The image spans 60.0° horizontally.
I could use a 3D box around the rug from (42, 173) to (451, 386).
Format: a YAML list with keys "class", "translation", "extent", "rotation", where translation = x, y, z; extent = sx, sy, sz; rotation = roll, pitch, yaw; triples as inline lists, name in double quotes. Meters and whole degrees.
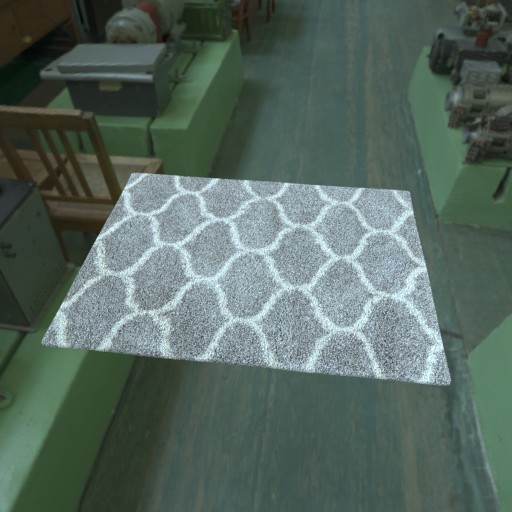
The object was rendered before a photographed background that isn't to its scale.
- class: "rug"
  translation: [0.000, 0.000, 2.128]
  extent: [1.600, 0.025, 1.200]
  rotation: [5, 45, 5]
